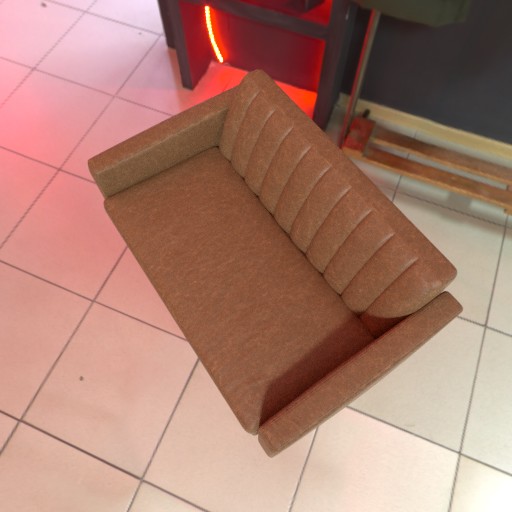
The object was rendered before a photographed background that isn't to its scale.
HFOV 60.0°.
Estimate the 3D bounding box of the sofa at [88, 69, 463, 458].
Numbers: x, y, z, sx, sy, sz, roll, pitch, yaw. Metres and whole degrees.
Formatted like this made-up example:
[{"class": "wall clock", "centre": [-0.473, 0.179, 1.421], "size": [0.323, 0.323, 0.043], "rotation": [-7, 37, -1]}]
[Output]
[{"class": "sofa", "centre": [0.000, 0.000, 2.113], "size": [0.960, 0.820, 1.549], "rotation": [-32, 68, -14]}]
